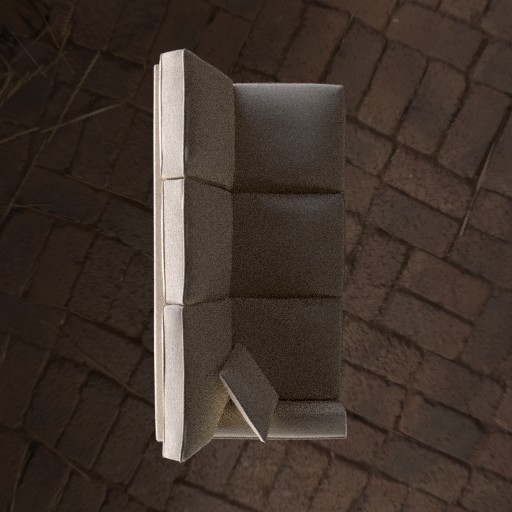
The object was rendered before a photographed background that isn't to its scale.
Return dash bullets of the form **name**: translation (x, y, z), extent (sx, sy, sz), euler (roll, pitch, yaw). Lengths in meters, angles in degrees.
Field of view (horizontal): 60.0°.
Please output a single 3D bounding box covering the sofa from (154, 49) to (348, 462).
- **sofa**: translation (0.000, 0.000, 2.520), extent (1.034, 0.946, 1.962), euler (0, 91, 0)
